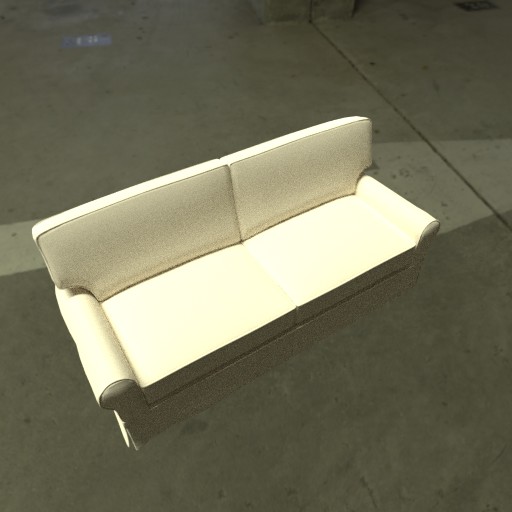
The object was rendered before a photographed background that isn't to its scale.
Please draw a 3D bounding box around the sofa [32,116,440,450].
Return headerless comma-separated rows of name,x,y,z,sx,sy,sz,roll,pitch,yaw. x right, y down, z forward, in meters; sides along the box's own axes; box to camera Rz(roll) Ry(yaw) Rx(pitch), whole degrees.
sofa,0.000,0.000,2.433,2.021,0.937,0.862,-24,50,-22
